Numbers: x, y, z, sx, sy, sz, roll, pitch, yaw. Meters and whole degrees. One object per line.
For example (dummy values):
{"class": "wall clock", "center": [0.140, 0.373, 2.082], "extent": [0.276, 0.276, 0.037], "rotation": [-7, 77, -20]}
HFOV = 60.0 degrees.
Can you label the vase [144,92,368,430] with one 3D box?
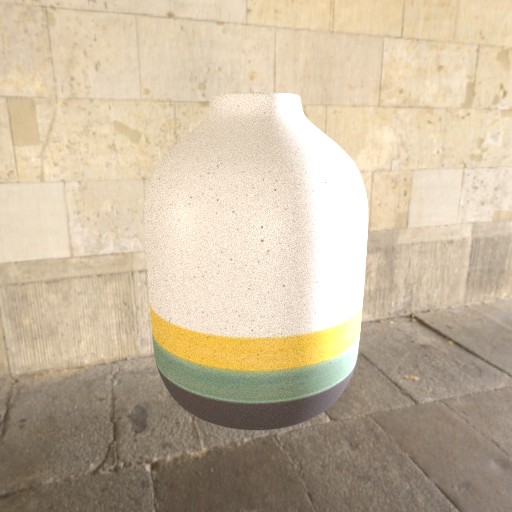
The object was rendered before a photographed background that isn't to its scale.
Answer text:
{"class": "vase", "center": [0.000, 0.000, 0.353], "extent": [0.169, 0.240, 0.169], "rotation": [0, 16, 0]}
